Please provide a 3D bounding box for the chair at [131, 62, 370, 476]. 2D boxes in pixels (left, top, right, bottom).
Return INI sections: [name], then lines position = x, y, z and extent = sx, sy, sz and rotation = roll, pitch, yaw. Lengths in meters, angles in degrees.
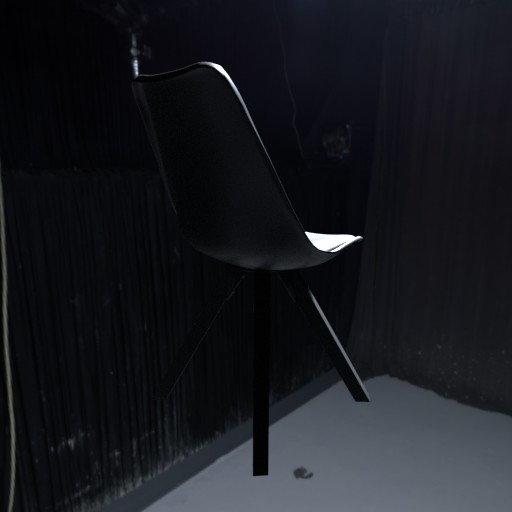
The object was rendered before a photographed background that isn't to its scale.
[chair]
position = 0.000, 0.000, 1.148
extent = 0.530, 0.850, 0.485
rotation = -13, 19, -42
